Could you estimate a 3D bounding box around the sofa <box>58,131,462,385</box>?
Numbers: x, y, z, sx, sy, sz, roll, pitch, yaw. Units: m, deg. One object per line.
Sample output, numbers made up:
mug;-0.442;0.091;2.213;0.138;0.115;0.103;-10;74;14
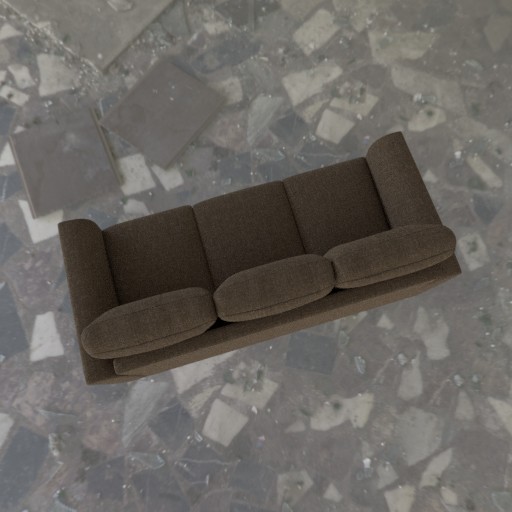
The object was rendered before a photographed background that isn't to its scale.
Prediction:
sofa;0.000;0.000;2.348;1.847;0.891;0.837;-16;75;-4
